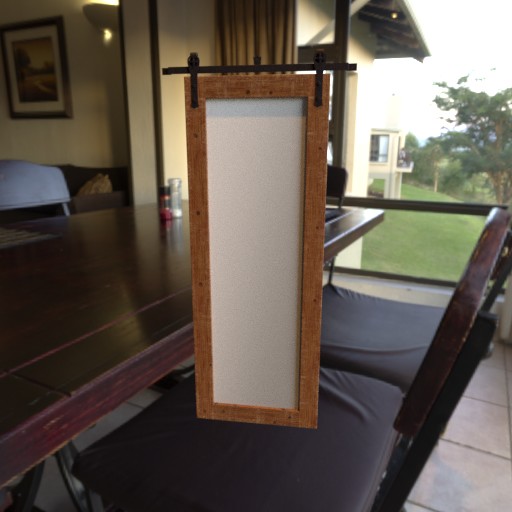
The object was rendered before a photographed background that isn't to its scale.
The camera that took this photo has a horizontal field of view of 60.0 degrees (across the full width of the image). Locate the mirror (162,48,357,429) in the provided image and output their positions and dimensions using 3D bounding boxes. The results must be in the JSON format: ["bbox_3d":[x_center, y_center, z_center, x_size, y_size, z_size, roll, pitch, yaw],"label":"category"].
[{"bbox_3d":[0.000,0.000,2.099,0.847,1.793,0.042,2,15,8],"label":"mirror"}]
